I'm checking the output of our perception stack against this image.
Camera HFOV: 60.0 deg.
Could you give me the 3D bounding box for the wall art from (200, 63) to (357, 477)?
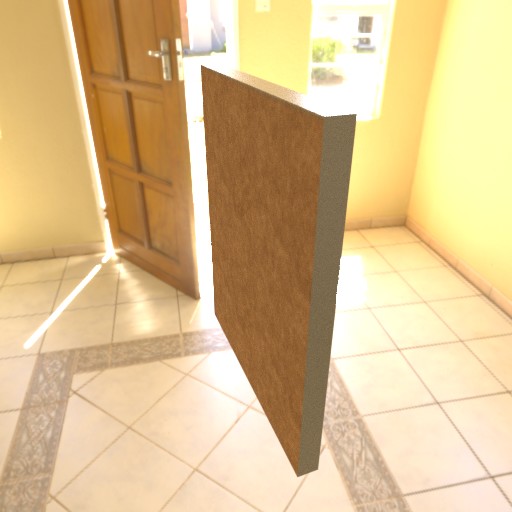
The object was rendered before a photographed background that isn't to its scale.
[{"bbox_3d":[0.000,0.000,0.749,0.037,0.554,0.453,-11,31,-18],"label":"wall art"}]
